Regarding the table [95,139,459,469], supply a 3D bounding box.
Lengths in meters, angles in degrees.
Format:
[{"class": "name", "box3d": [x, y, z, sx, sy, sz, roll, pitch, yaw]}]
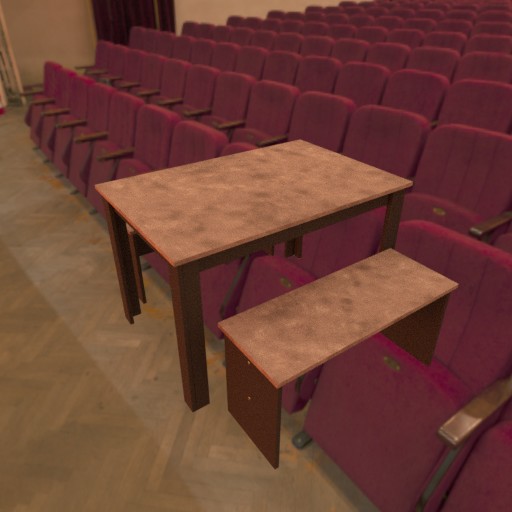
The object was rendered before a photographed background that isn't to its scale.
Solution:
[{"class": "table", "box3d": [0.000, 0.000, 2.014, 1.100, 0.700, 1.443, -20, 37, -29]}]
